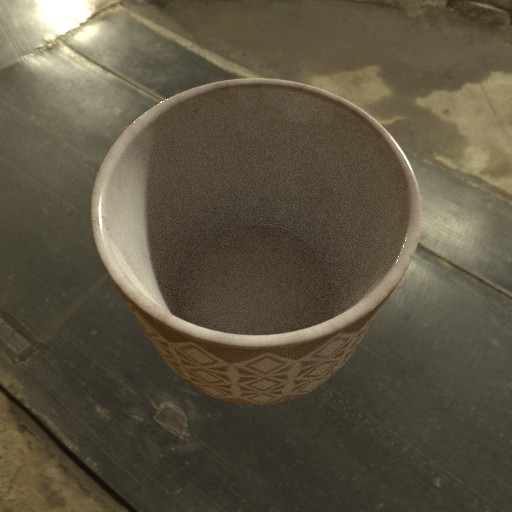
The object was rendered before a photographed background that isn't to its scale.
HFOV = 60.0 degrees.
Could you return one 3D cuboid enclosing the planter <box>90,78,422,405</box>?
[{"bbox_3d":[0.000,0.000,0.333,0.193,0.165,0.193,0,61,0],"label":"planter"}]
